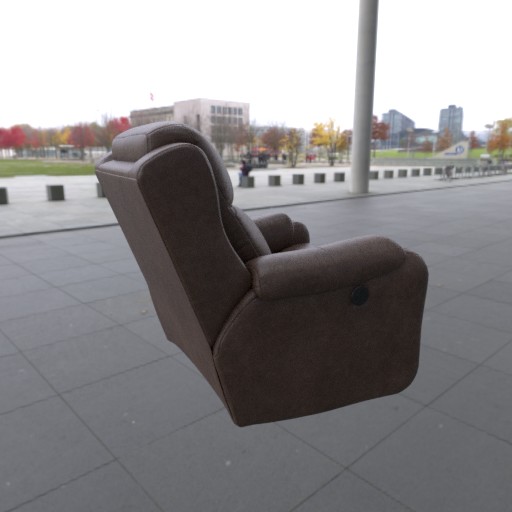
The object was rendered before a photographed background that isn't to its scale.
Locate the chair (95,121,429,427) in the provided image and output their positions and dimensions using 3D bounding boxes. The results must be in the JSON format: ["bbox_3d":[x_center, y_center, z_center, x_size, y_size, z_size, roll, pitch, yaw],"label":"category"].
[{"bbox_3d":[0.000,0.000,1.762,1.067,0.990,0.940,-7,15,-27],"label":"chair"}]
